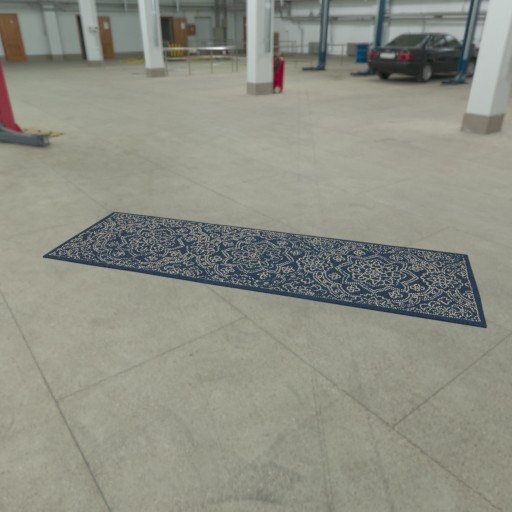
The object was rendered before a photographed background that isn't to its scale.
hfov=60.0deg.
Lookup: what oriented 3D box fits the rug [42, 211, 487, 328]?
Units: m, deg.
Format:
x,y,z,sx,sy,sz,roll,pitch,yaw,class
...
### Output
x,y,z,sx,sy,sz,roll,pitch,yaw,class
0.000,0.000,2.661,2.448,0.012,0.769,8,28,15,rug
